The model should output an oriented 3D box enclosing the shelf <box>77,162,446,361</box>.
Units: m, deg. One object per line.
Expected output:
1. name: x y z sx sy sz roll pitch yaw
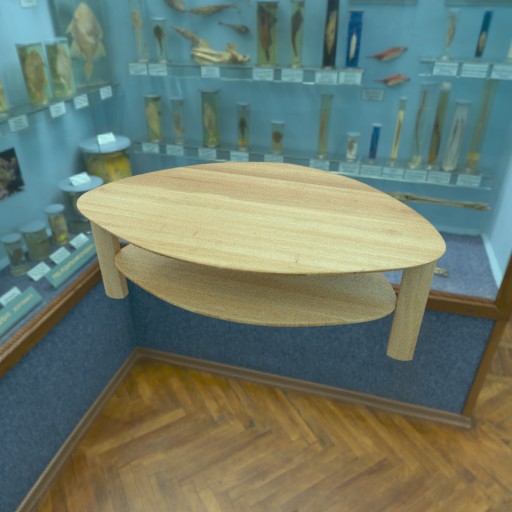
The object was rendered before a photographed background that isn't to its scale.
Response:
1. shelf: 0.000 0.000 1.671 1.246 0.440 0.845 10 33 15
